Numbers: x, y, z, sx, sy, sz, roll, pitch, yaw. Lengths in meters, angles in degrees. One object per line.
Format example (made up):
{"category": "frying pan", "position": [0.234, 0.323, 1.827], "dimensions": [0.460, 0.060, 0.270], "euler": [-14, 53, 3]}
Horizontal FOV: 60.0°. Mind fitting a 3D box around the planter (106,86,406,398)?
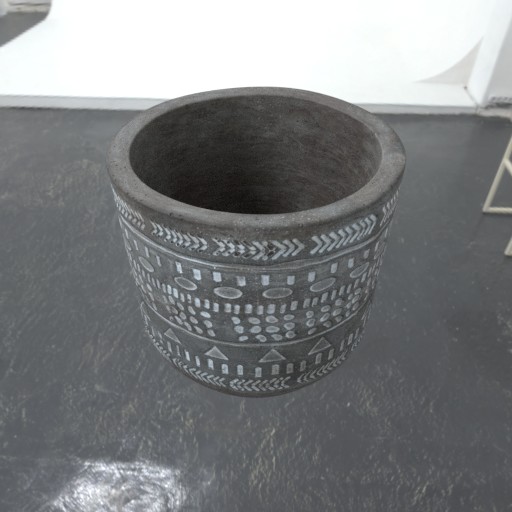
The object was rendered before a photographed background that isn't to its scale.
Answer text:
{"category": "planter", "position": [0.000, 0.000, 0.262], "dimensions": [0.142, 0.149, 0.142], "euler": [0, 41, 0]}
